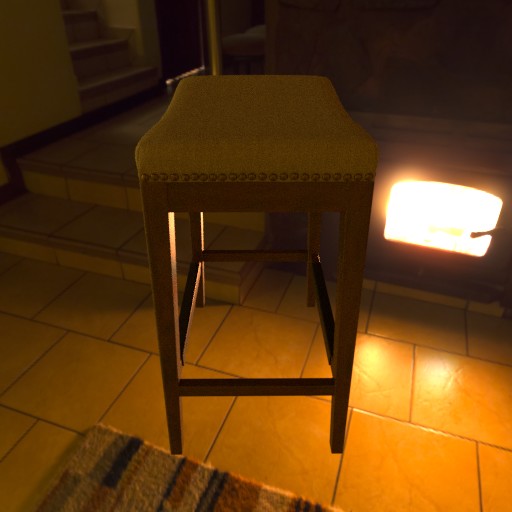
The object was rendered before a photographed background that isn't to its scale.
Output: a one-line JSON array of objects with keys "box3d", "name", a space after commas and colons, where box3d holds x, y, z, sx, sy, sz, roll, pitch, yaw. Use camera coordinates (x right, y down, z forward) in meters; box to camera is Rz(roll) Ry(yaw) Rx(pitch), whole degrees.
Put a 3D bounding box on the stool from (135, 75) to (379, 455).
[{"box3d": [0.000, 0.000, 0.957, 0.356, 0.660, 0.508, 0, 32, 0], "name": "stool"}]
